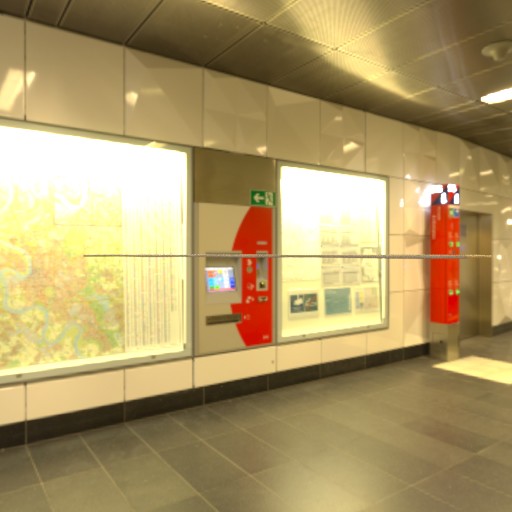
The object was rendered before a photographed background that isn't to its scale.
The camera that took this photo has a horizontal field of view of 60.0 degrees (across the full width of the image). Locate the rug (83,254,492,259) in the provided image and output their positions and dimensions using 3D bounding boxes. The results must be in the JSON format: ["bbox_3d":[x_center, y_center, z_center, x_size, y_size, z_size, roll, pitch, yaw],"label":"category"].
[{"bbox_3d":[0.000,0.000,2.367,2.182,0.015,0.645,0,0,35],"label":"rug"}]
